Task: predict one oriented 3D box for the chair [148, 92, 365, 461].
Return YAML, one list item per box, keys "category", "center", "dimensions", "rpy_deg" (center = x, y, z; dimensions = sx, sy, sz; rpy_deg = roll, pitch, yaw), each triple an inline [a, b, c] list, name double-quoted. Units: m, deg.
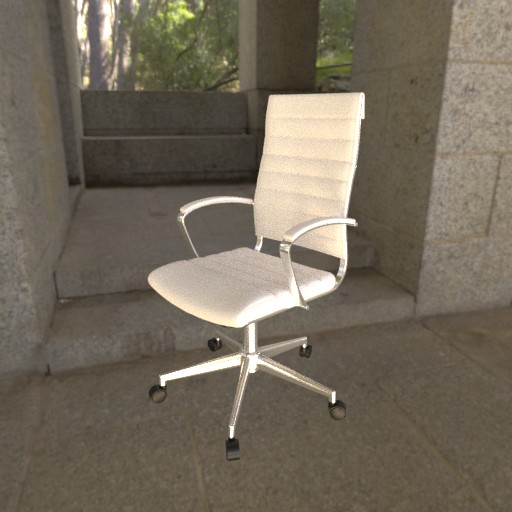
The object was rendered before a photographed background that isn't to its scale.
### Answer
- category: "chair"
  center: [0.000, 0.000, 1.654]
  dimensions: [0.766, 1.149, 0.739]
  rpy_deg: [17, 25, 42]
